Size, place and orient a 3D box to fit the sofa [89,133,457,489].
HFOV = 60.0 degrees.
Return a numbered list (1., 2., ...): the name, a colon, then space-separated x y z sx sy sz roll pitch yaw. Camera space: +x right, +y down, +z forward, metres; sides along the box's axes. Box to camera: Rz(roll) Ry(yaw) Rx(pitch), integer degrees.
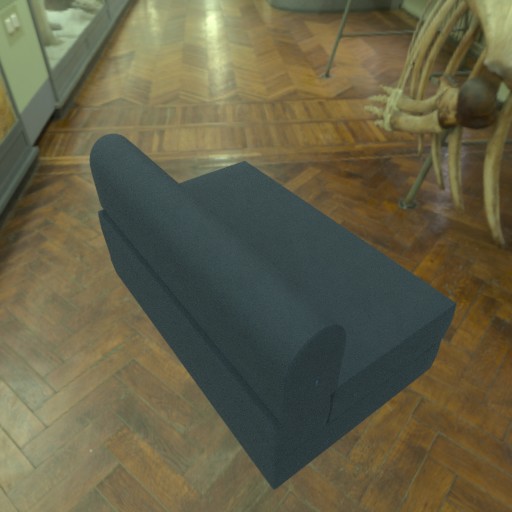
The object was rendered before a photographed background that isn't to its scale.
1. sofa: 0.000 0.000 1.647 0.762 0.660 1.219 -25 46 -27
